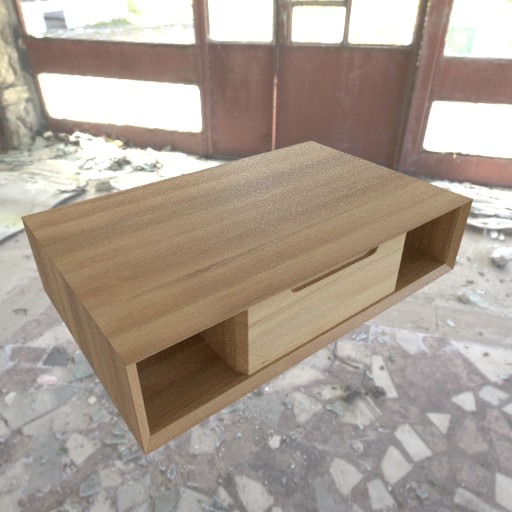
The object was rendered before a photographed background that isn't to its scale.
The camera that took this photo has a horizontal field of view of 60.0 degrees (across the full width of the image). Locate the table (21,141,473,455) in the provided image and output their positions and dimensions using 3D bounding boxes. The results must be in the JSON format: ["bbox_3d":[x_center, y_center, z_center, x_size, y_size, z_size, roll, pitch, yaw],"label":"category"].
[{"bbox_3d":[0.000,0.000,1.363,1.100,0.330,0.700,-22,39,-31],"label":"table"}]
